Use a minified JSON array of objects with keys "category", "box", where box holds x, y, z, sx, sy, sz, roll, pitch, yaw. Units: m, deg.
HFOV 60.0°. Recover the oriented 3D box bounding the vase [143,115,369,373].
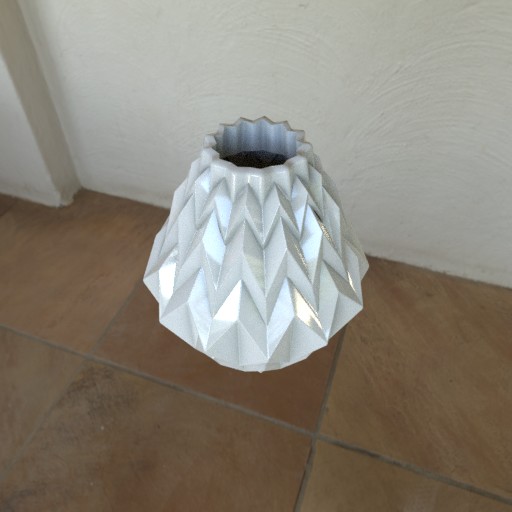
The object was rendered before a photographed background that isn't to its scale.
[{"category":"vase","box":[0.000,0.000,0.320,0.164,0.185,0.164,0,46,0]}]
